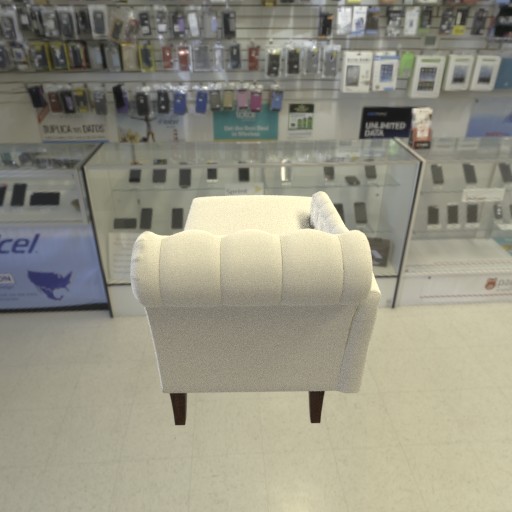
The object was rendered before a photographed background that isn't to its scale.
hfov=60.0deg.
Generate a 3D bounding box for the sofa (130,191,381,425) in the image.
[{"bbox_3d":[0.000,0.000,1.816,0.675,0.787,1.379,-1,29,-1],"label":"sofa"}]
